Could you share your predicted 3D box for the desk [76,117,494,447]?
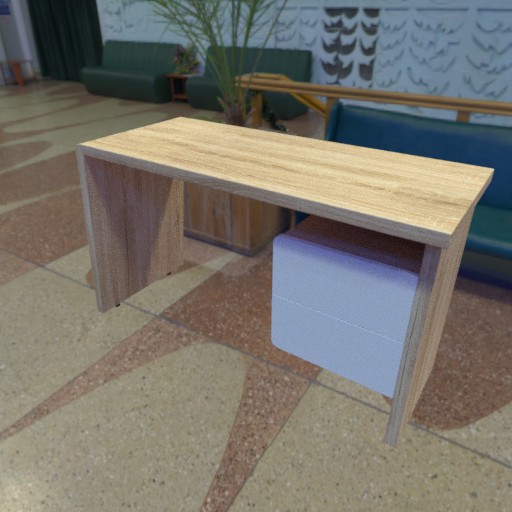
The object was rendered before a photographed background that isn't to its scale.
[{"bbox_3d":[0.000,0.000,1.582,1.300,0.750,0.500,19,34,29],"label":"desk"}]
